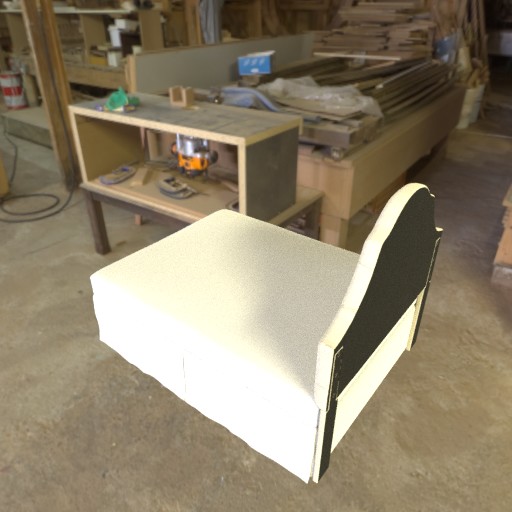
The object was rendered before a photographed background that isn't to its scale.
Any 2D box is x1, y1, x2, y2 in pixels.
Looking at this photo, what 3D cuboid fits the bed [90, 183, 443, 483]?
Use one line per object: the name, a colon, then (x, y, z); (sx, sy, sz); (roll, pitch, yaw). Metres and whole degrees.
bed: (0.000, 0.000, 3.218); (2.092, 1.575, 1.627); (22, 37, 32)
